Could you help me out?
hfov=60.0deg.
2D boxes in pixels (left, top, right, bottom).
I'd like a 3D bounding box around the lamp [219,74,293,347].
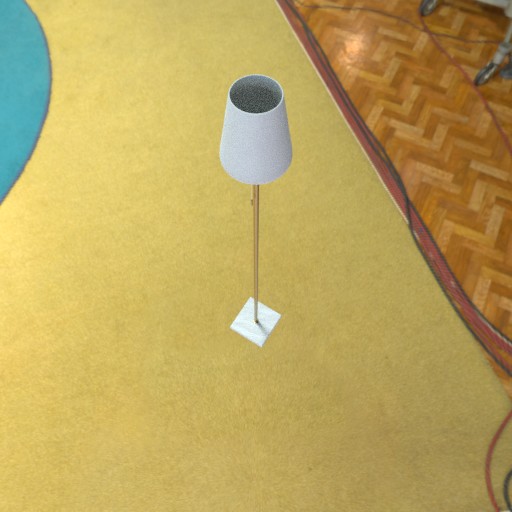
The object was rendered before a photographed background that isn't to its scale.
[{"bbox_3d":[0.000,0.000,1.930,0.229,1.813,0.232,29,67,14],"label":"lamp"}]
